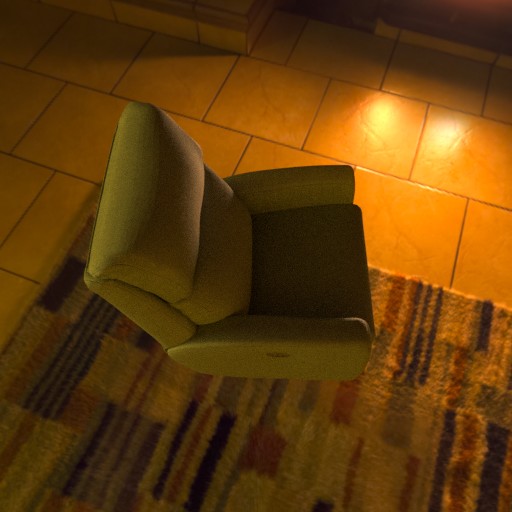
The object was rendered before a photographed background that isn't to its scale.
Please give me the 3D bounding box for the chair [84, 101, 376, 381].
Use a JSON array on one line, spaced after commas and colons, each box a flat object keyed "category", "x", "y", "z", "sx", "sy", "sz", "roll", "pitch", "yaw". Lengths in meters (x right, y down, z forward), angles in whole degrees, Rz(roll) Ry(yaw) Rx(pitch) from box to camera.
[{"category": "chair", "x": 0.000, "y": 0.000, "z": 1.682, "sx": 0.940, "sy": 1.016, "sz": 0.794, "roll": 1, "pitch": 63, "yaw": 0}]
